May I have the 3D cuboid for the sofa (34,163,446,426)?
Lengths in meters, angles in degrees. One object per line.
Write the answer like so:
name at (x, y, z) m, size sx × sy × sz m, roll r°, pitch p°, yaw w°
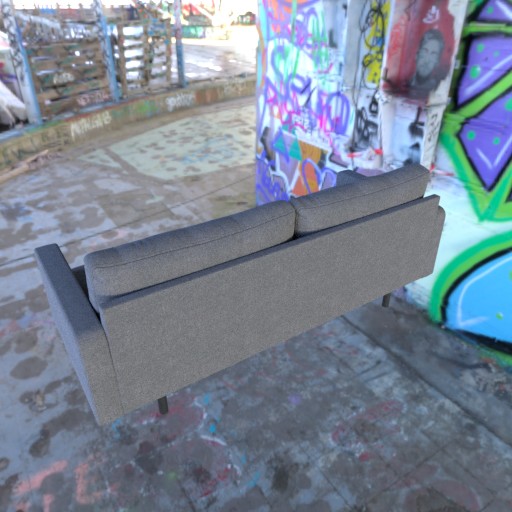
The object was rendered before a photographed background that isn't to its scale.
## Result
sofa at (0.000, 0.000, 2.481) m, size 2.100 × 0.880 × 0.880 m, roll -18°, pitch 35°, yaw -28°
